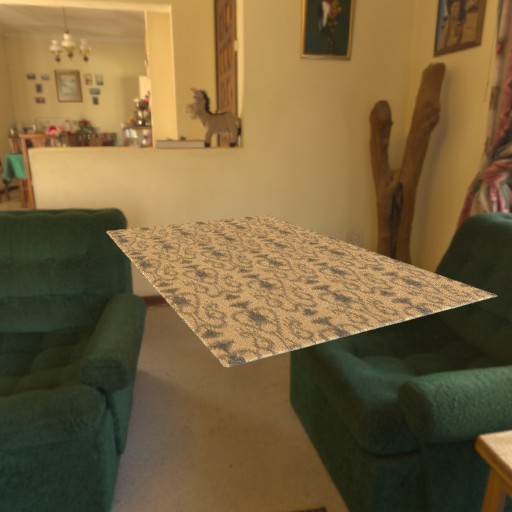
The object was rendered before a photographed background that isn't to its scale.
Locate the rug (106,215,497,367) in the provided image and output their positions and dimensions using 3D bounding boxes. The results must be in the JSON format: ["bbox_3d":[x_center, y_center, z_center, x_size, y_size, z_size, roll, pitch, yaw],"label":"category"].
[{"bbox_3d":[0.000,0.000,2.015,1.035,0.006,1.652,-8,18,-26],"label":"rug"}]
